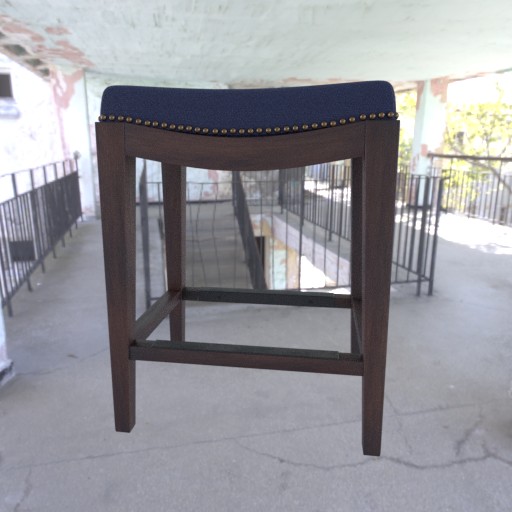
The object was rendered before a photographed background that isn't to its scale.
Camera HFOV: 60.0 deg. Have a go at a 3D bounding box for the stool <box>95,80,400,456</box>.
[{"bbox_3d":[0.000,0.000,0.920,0.500,0.642,0.361,2,14,8],"label":"stool"}]
